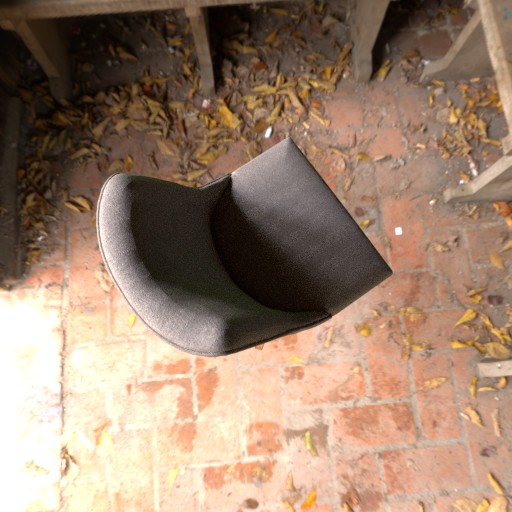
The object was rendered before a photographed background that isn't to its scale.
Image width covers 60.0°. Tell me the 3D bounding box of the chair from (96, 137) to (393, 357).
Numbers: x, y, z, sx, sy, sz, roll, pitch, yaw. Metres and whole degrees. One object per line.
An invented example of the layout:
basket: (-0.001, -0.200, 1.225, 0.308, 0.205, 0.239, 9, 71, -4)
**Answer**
chair: (0.000, 0.000, 1.316, 0.636, 0.916, 0.548, -33, 79, -8)
